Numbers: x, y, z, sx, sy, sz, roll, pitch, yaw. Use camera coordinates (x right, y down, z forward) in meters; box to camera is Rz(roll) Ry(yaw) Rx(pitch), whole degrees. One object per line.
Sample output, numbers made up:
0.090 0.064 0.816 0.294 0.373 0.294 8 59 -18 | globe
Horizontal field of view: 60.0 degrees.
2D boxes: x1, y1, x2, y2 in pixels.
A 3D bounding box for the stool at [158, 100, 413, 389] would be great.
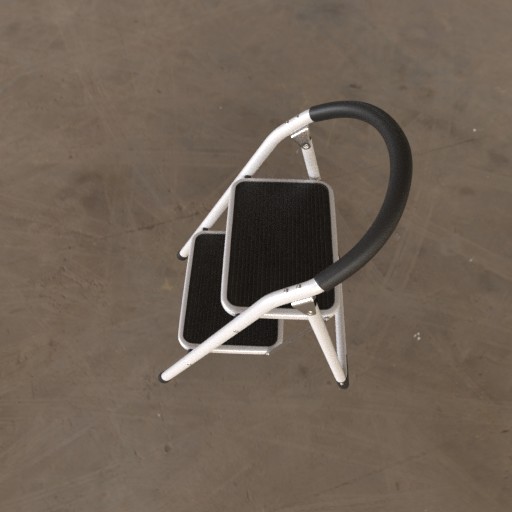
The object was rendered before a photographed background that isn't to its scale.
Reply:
0.000 0.000 1.090 0.559 0.760 0.453 2 59 1 | stool
